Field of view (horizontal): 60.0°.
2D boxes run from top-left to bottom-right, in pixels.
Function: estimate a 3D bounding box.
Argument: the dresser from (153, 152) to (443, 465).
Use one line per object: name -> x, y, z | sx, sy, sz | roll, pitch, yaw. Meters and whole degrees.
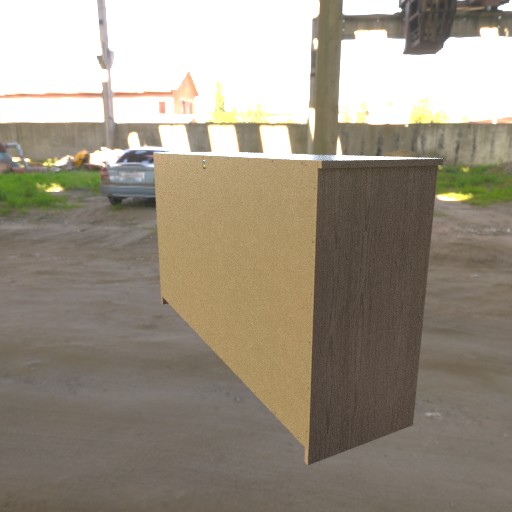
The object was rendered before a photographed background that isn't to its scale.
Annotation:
dresser -> 0.000, 0.000, 1.692 | 0.401, 0.755, 1.360 | -7, 16, -26
